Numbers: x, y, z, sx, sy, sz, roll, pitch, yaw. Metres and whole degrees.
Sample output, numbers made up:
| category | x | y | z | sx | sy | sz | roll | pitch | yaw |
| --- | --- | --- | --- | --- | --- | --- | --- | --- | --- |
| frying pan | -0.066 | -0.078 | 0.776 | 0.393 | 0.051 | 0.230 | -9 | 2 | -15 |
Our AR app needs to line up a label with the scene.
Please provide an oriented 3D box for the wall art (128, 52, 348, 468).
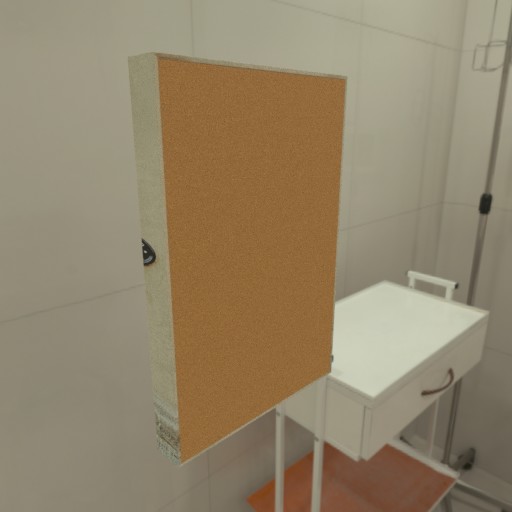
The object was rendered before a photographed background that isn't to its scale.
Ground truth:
| category | x | y | z | sx | sy | sz | roll | pitch | yaw |
| --- | --- | --- | --- | --- | --- | --- | --- | --- | --- |
| wall art | 0.000 | 0.000 | 0.485 | 0.254 | 0.381 | 0.038 | -16 | 23 | -42 |
